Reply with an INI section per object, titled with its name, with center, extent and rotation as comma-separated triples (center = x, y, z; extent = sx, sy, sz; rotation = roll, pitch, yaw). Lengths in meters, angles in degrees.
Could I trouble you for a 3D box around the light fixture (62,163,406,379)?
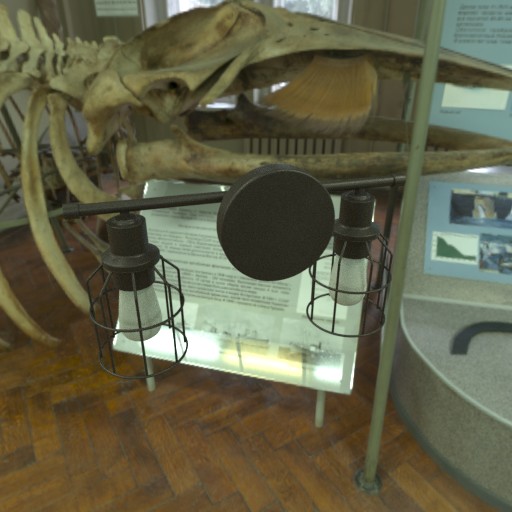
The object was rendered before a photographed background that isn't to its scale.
[light fixture]
center = 0.000, 0.000, 0.527
extent = 0.406, 0.254, 0.165
rotation = -8, 28, -15
